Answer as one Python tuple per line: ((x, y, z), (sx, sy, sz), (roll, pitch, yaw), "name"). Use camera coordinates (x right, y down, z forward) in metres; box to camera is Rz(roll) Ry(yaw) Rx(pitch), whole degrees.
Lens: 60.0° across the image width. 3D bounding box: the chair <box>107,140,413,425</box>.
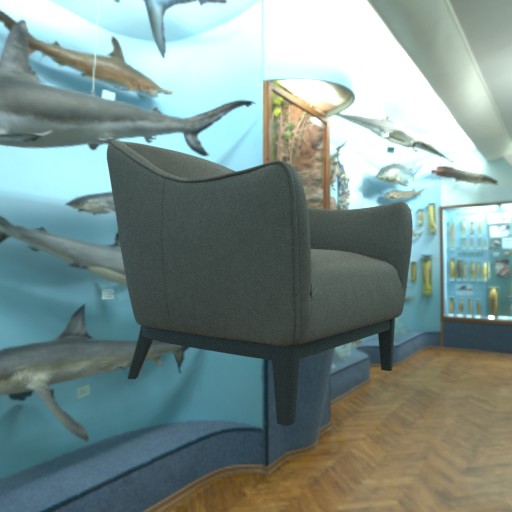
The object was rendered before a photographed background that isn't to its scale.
((0.000, 0.000, 1.562), (0.852, 0.830, 0.871), (-1, -1, 37), "chair")
